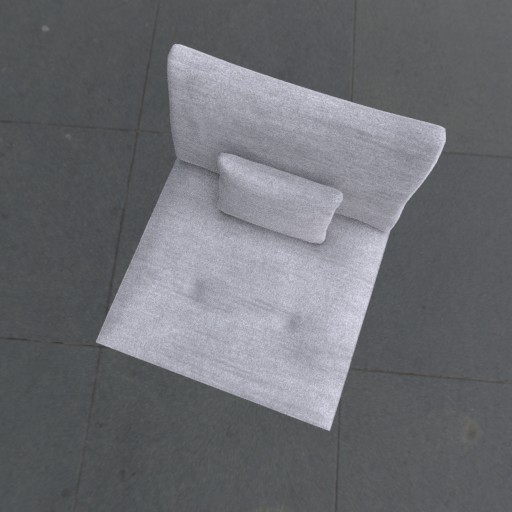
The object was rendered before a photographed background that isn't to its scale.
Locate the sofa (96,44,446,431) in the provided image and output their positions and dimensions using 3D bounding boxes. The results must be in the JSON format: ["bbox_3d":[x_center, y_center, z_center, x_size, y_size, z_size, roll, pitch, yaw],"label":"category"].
[{"bbox_3d":[0.000,0.000,1.647,0.930,0.820,1.000,19,77,5],"label":"sofa"}]
